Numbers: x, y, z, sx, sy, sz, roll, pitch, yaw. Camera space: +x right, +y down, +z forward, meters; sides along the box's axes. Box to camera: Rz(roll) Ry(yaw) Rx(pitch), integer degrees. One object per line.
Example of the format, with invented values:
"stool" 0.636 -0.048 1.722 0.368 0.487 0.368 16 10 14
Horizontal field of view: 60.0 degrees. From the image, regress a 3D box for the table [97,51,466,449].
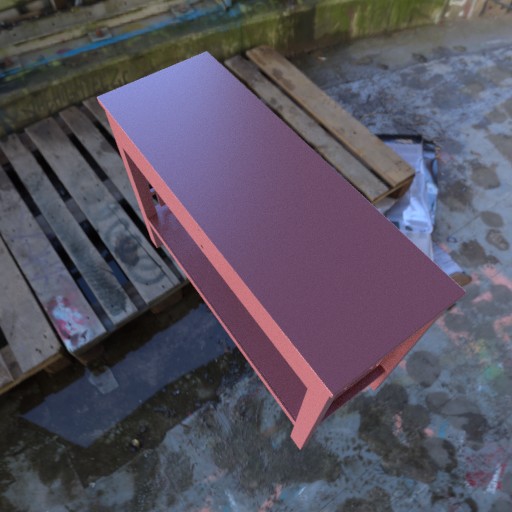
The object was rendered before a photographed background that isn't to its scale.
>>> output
"table" 0.000 0.000 1.462 0.397 0.753 1.068 -31 63 -18
